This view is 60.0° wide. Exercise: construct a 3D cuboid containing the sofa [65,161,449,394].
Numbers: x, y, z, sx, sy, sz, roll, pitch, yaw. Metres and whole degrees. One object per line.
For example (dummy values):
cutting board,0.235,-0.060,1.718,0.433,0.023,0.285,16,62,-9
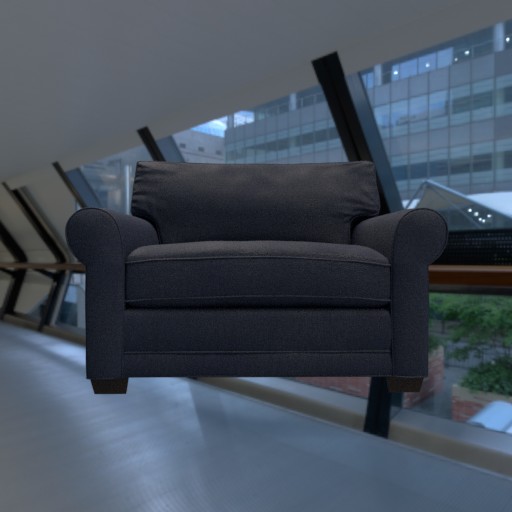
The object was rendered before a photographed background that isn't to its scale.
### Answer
sofa,0.000,0.000,2.058,1.405,1.004,0.938,0,1,-1
